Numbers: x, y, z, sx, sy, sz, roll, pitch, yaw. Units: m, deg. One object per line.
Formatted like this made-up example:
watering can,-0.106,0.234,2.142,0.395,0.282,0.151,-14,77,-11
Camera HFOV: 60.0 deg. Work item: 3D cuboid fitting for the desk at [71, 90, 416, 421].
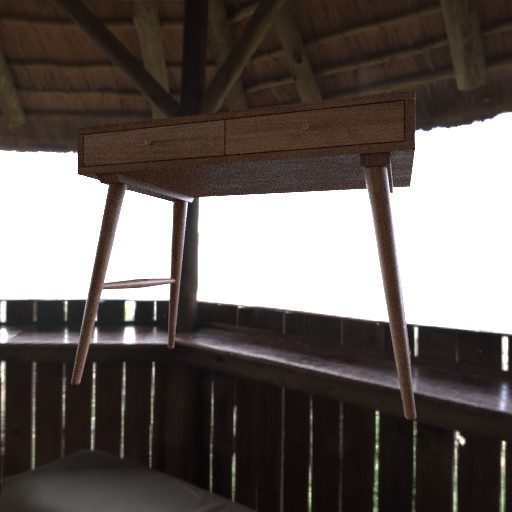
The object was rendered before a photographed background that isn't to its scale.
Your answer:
desk,0.000,0.000,1.421,0.949,0.758,0.588,0,-1,18
